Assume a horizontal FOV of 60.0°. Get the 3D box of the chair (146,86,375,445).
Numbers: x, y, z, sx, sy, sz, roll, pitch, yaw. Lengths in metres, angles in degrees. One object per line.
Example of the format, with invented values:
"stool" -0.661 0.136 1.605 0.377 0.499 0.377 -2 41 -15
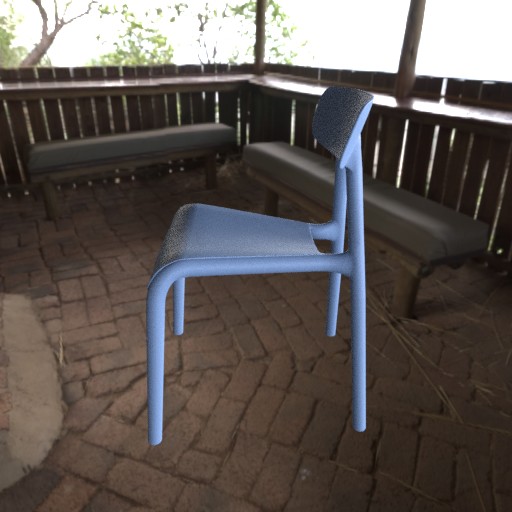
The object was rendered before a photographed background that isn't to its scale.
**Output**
"chair" 0.000 0.000 0.835 0.401 0.580 0.356 -1 26 -2
